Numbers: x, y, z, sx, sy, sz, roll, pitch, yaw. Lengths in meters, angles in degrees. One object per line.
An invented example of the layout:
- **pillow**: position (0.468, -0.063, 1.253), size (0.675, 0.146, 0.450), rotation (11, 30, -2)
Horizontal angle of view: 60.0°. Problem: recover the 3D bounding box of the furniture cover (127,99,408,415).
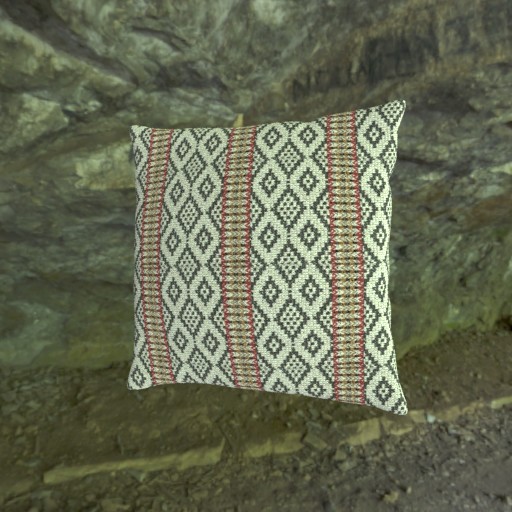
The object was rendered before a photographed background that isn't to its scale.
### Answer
- **furniture cover**: position (0.000, 0.000, 0.781), size (0.503, 0.506, 0.182), rotation (0, -2, 17)
